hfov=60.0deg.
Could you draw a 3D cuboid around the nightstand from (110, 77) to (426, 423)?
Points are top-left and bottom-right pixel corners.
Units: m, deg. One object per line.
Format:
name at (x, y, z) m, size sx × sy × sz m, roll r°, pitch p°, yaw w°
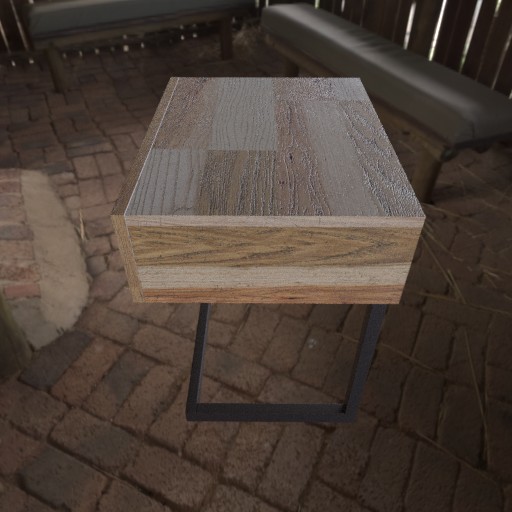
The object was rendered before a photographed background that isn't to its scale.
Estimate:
nightstand at (0.000, 0.000, 1.039) m, size 0.481 × 0.632 × 0.558 m, roll 0°, pitch 41°, yaw 0°
